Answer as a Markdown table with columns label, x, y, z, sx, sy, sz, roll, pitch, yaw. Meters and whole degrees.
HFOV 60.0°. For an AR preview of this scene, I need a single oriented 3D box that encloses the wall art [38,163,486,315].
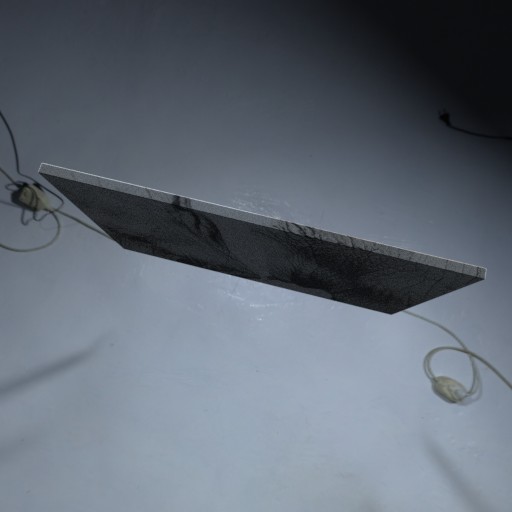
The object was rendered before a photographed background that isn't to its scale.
| label | x | y | z | sx | sy | sz | roll | pitch | yaw |
| --- | --- | --- | --- | --- | --- | --- | --- | --- | --- |
| wall art | 0.000 | 0.000 | 1.175 | 0.914 | 0.607 | 0.023 | 14 | 76 | 3 |
